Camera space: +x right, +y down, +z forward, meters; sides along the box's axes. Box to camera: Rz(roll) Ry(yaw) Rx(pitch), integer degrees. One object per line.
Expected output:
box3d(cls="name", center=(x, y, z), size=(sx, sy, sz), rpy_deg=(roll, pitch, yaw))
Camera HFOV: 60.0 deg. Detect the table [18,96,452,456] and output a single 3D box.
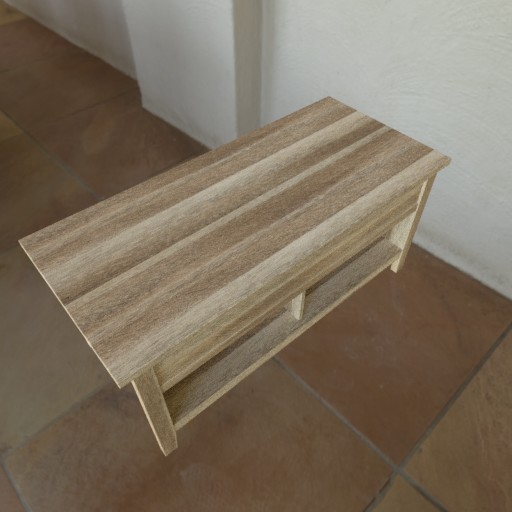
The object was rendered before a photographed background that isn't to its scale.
box3d(cls="table", center=(0.000, 0.000, 1.364), size=(1.095, 0.480, 0.493), rpy_deg=(-32, 55, -26))
